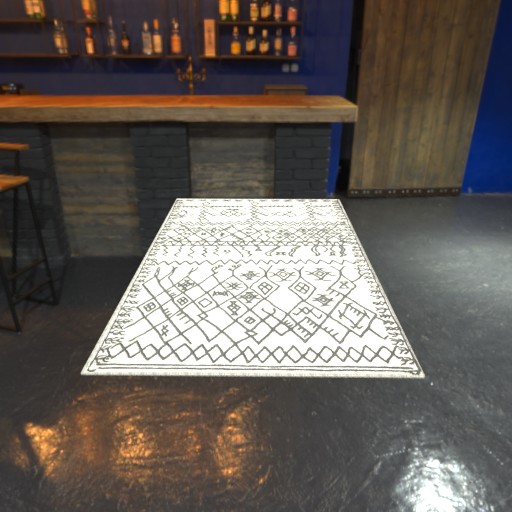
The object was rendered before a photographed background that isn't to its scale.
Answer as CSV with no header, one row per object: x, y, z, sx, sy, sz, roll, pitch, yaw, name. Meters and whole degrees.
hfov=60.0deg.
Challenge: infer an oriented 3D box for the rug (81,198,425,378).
0.000,0.000,3.059,1.526,0.012,2.444,0,26,1,rug
